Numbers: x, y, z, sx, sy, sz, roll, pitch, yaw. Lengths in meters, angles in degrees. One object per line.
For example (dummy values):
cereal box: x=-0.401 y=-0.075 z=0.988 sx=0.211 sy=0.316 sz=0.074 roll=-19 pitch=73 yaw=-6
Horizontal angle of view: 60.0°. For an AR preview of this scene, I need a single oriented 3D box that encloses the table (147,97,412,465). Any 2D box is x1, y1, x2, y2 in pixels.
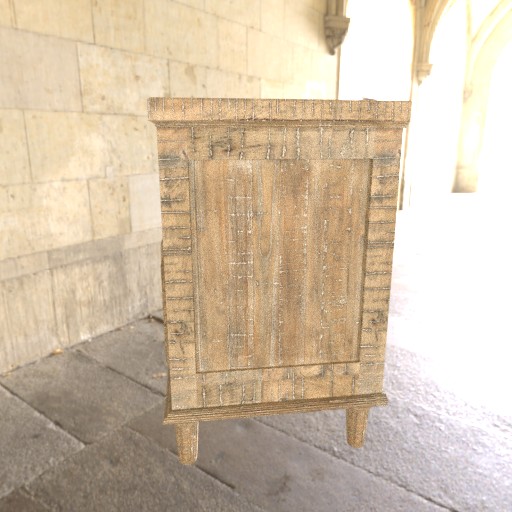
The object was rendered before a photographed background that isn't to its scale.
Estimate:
table: x=0.000 y=0.000 z=1.143 sx=0.457 sy=0.711 sz=0.686 roll=-2 pitch=15 yaw=-8
